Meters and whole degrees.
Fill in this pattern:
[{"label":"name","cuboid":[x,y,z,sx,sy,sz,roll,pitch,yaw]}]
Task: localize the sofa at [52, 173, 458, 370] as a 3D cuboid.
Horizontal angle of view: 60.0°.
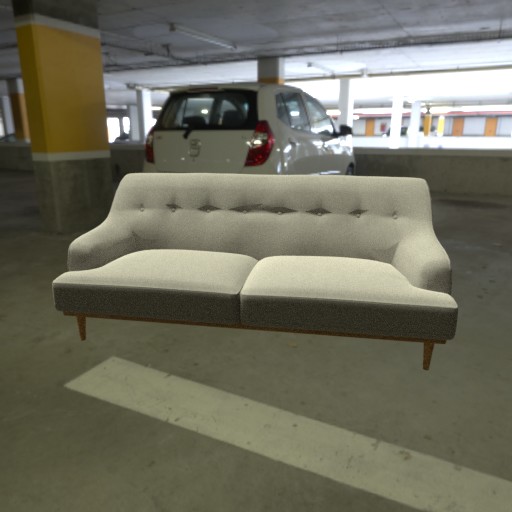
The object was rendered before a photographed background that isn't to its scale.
[{"label":"sofa","cuboid":[0.000,0.000,2.598,2.057,0.871,0.978,3,16,10]}]
